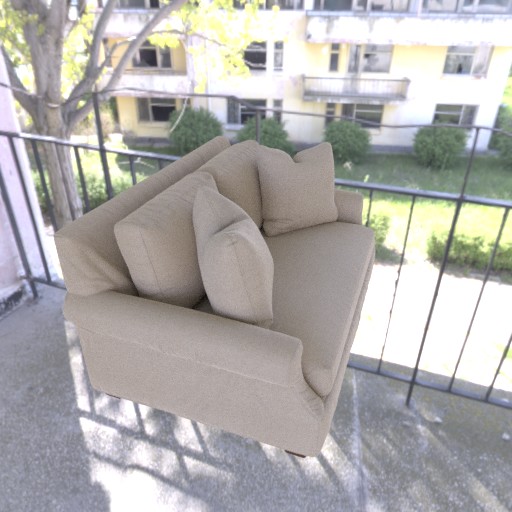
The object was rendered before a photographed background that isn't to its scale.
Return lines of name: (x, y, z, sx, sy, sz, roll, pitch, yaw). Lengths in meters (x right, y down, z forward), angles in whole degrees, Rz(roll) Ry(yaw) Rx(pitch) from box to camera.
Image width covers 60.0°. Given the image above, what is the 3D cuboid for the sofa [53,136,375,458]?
sofa: (0.000, 0.000, 2.189, 1.070, 0.905, 1.550, 11, 32, 18)
